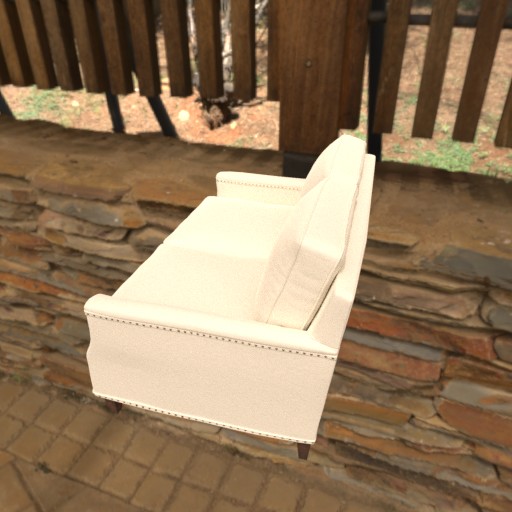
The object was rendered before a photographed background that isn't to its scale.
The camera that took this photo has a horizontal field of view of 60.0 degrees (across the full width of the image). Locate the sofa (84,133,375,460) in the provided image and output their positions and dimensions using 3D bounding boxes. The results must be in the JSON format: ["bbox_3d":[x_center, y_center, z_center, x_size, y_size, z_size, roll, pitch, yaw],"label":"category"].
[{"bbox_3d":[0.000,0.000,2.312,1.084,1.003,1.597,8,32,13],"label":"sofa"}]
